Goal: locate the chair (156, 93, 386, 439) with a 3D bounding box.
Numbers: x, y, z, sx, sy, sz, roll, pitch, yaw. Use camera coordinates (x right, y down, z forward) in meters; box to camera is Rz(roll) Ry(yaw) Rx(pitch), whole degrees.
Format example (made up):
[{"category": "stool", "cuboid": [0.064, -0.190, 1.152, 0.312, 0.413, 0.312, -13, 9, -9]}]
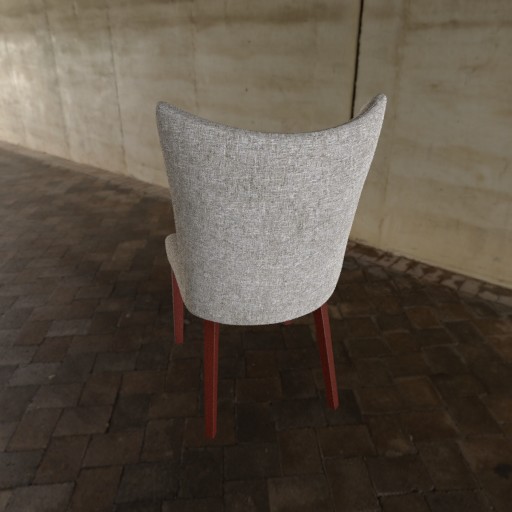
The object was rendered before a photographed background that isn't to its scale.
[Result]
[{"category": "chair", "cuboid": [0.000, 0.000, 1.314, 0.535, 0.924, 0.623, -7, 26, -15]}]
